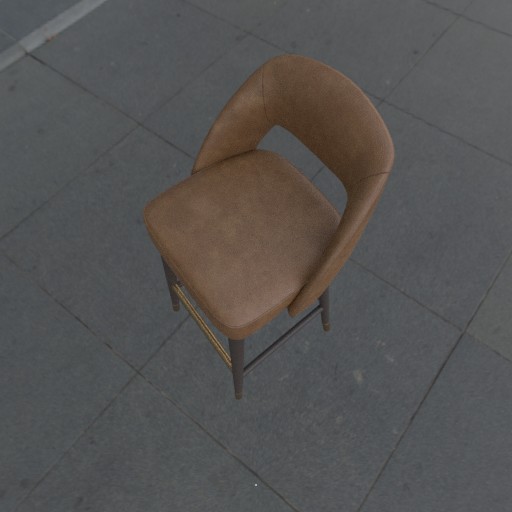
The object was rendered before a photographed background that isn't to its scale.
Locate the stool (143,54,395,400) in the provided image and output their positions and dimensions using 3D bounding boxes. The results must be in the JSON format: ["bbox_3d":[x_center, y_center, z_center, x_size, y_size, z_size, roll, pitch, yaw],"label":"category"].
[{"bbox_3d":[0.000,0.000,1.323,0.509,1.037,0.494,-34,68,-16],"label":"stool"}]
